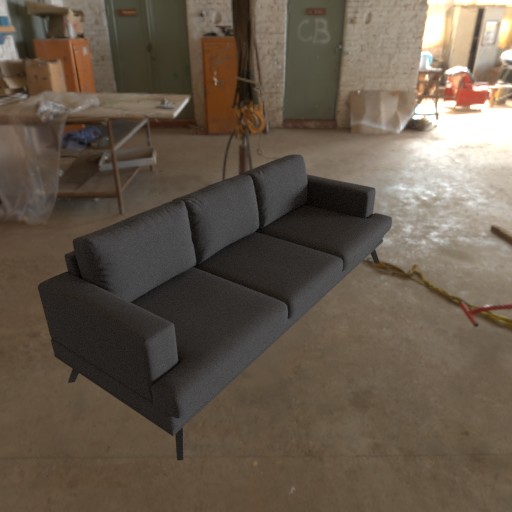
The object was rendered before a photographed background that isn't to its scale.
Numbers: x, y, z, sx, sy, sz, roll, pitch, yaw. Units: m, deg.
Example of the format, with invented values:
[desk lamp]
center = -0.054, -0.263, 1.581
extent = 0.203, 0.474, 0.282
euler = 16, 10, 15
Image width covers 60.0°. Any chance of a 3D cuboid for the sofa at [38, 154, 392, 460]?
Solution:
[sofa]
center = 0.000, 0.000, 2.763
extent = 0.920, 0.810, 2.310
euler = 18, 33, 31
